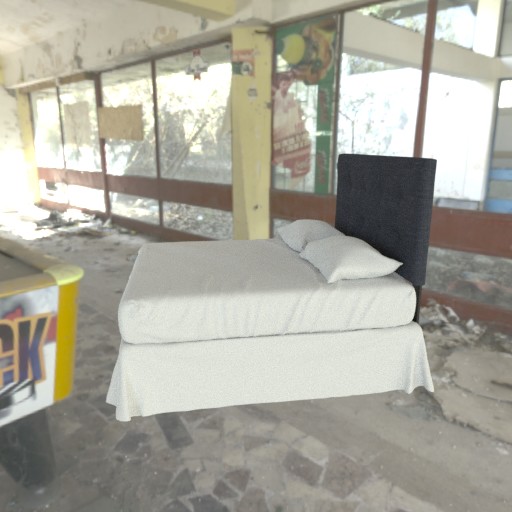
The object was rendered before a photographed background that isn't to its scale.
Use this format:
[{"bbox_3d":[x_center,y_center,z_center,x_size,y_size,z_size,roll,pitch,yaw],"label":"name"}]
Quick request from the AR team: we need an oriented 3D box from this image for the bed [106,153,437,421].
[{"bbox_3d":[0.000,0.000,3.571,2.222,1.577,1.936,-2,14,-9],"label":"bed"}]
